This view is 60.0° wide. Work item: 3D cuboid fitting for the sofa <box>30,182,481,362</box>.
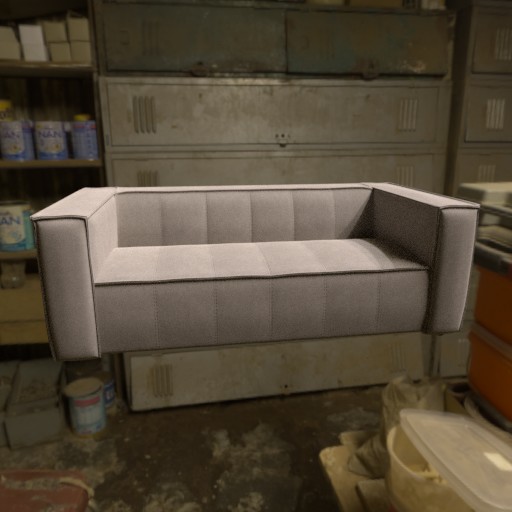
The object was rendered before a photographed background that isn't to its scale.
[{"bbox_3d":[0.000,0.000,2.441,1.995,0.680,1.038,-2,16,-8],"label":"sofa"}]
